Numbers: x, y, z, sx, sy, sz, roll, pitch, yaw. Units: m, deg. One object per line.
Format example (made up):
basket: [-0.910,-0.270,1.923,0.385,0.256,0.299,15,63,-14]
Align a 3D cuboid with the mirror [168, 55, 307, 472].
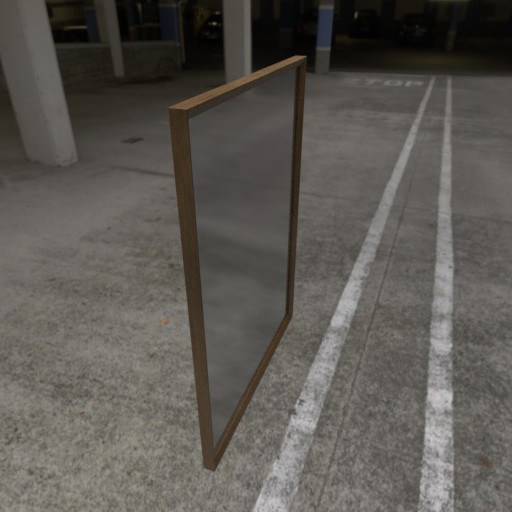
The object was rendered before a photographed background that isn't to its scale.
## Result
mirror: [0.000,0.000,1.326,0.041,1.016,0.762,11,33,18]
